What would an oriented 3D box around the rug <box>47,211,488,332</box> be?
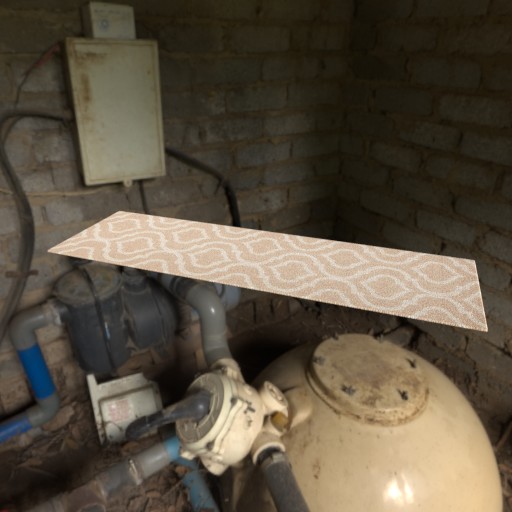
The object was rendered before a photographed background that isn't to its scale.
[{"bbox_3d":[0.000,0.000,2.476,2.289,0.013,0.691,9,27,18],"label":"rug"}]
